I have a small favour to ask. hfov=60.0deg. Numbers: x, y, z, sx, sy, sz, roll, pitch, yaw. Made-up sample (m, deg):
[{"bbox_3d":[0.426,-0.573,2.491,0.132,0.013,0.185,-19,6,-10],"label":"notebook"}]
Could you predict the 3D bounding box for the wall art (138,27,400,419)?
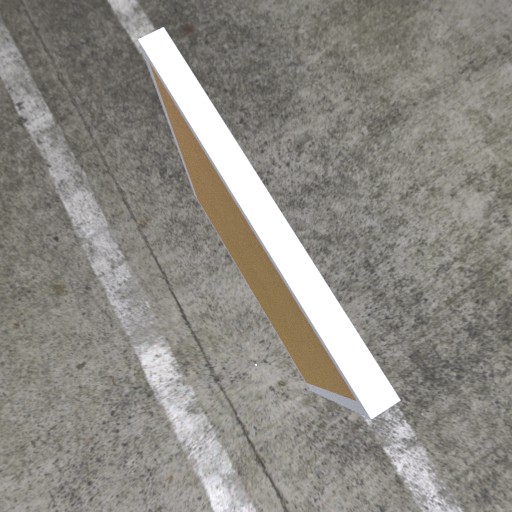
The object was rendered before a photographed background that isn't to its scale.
[{"bbox_3d":[0.000,0.000,0.737,0.035,0.507,0.508,-30,78,-7],"label":"wall art"}]
